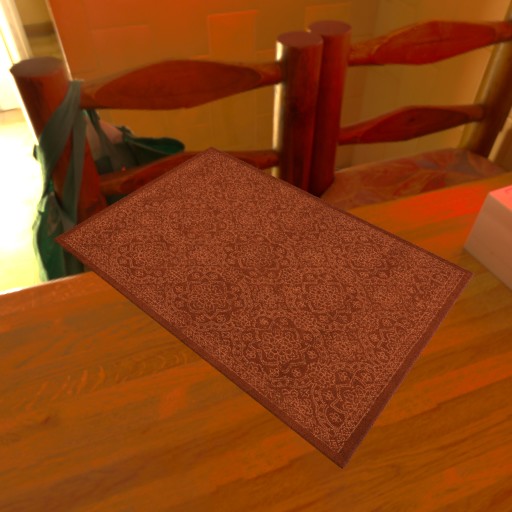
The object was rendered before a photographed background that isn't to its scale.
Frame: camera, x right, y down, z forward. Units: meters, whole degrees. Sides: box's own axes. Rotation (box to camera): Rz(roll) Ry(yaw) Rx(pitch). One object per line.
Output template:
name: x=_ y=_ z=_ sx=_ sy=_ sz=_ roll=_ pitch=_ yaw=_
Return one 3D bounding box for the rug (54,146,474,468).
rug: x=0.000 y=0.000 z=2.299 sx=1.829 sy=0.010 sz=1.219 roll=31 pitch=53 yaw=27
